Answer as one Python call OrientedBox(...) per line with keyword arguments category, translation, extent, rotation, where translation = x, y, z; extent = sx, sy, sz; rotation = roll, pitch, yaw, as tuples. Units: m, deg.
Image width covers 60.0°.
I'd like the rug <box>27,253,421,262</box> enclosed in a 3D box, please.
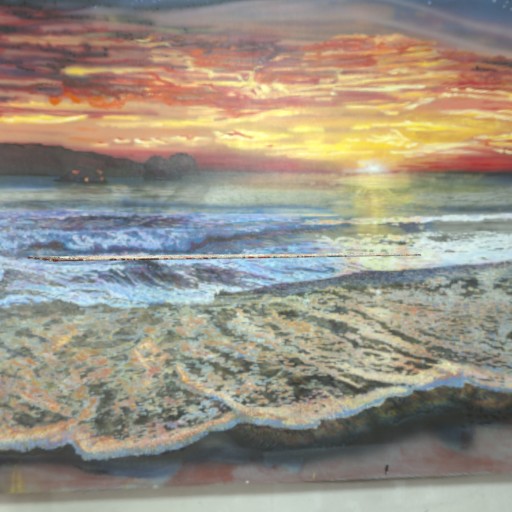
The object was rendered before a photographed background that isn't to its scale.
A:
OrientedBox(category="rug", translation=(0.000, 0.000, 3.006), extent=(2.682, 0.015, 0.763), rotation=(-1, 1, -36))
